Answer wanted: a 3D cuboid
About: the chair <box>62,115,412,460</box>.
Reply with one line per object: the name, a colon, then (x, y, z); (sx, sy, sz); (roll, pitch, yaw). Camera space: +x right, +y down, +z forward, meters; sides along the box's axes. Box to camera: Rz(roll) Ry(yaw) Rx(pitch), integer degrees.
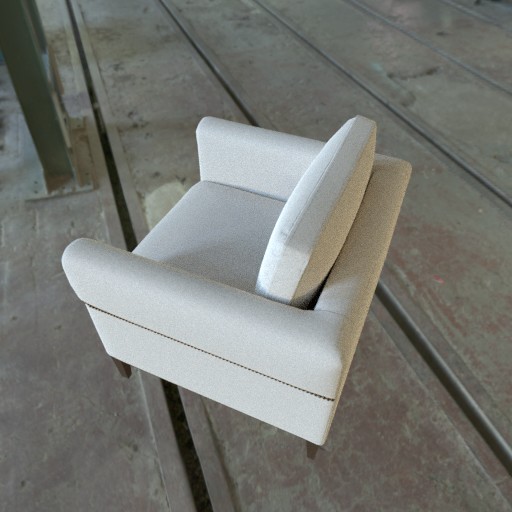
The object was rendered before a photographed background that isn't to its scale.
chair: (0.000, 0.000, 1.675); (0.896, 0.915, 0.982); (17, 48, 16)
